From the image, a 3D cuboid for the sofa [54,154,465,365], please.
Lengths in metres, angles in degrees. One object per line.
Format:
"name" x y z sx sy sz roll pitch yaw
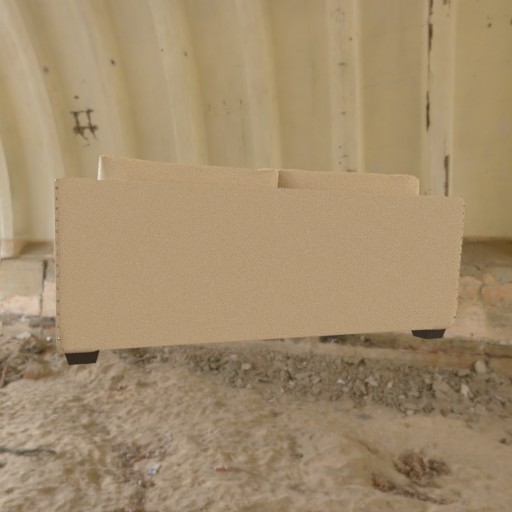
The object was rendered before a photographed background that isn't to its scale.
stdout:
"sofa" 0.000 0.000 2.291 1.812 0.830 0.949 0 0 -18
